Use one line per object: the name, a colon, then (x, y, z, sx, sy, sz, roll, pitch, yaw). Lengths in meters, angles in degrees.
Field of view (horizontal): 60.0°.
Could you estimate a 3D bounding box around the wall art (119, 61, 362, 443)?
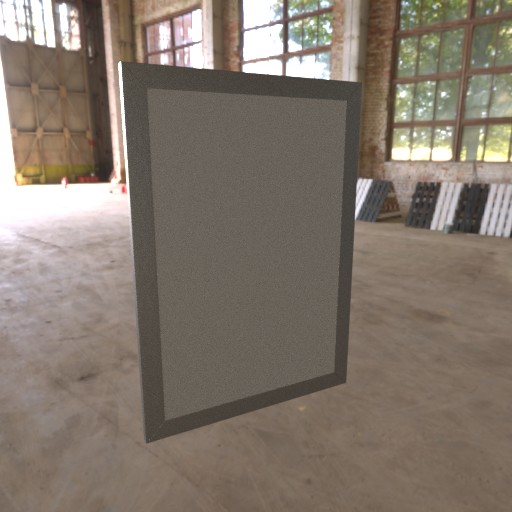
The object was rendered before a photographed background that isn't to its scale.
wall art: (0.000, 0.000, 0.688, 0.376, 0.529, 0.013, -7, 15, -27)
